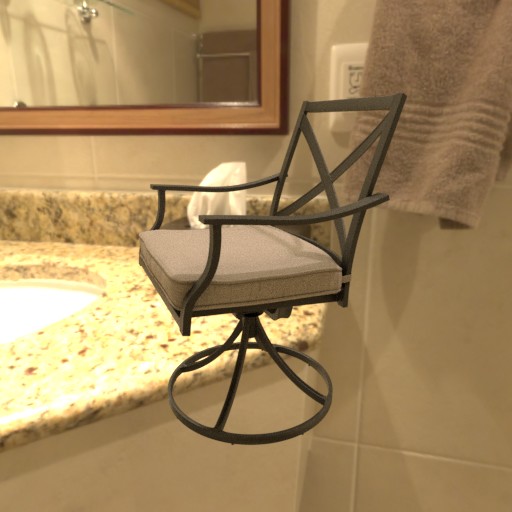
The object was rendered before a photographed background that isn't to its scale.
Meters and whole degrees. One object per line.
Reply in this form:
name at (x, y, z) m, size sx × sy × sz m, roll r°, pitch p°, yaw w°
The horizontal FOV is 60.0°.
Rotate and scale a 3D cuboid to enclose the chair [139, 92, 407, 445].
chair at (0.000, 0.000, 1.302) m, size 0.620 × 0.889 × 0.575 m, roll -7°, pitch 18°, yaw -23°
